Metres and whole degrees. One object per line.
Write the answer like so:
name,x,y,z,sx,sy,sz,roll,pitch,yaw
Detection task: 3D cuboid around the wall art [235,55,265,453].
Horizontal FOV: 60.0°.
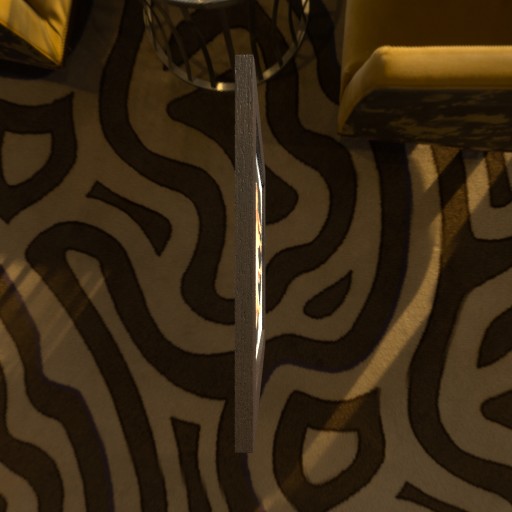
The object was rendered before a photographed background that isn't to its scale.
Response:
wall art,0.000,0.000,0.656,0.017,0.513,0.359,0,89,2
